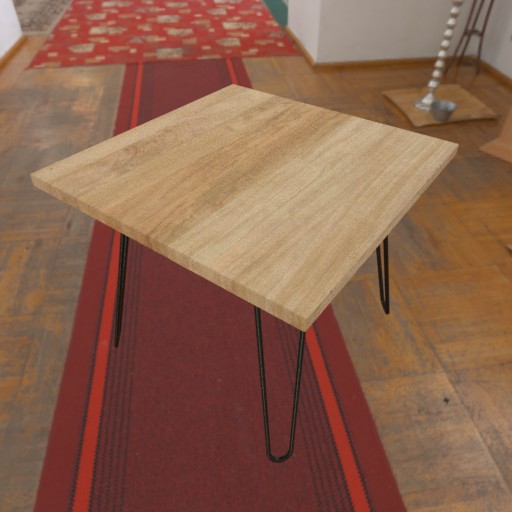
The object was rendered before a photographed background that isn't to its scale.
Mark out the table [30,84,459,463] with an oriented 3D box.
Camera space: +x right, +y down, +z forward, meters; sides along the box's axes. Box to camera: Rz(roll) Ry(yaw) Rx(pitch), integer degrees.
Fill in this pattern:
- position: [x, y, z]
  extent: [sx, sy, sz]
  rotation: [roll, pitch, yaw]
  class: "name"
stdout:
- position: [0.000, 0.000, 1.026]
  extent: [0.599, 0.500, 0.599]
  rotation: [26, 46, 27]
  class: "table"
